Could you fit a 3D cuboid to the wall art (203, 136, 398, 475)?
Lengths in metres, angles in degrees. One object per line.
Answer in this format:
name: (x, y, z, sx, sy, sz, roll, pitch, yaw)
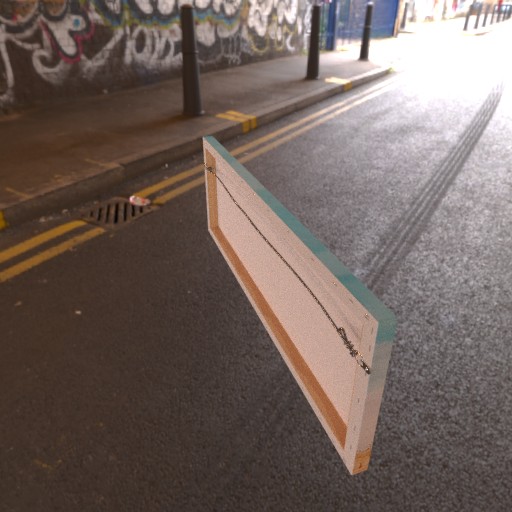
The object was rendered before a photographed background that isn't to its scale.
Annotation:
wall art: (0.000, 0.000, 0.823, 0.044, 0.254, 0.759, -10, 31, -17)
